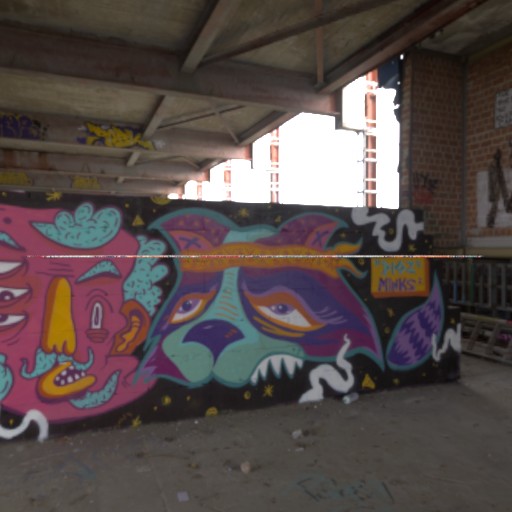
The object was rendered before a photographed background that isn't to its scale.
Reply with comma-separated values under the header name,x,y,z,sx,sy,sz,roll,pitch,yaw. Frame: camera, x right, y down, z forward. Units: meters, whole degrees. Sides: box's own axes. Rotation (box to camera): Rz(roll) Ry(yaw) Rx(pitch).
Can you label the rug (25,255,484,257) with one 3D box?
name,x,y,z,sx,sy,sz,roll,pitch,yaw
rug,0.000,0.000,2.682,2.362,0.008,0.832,0,0,-2
